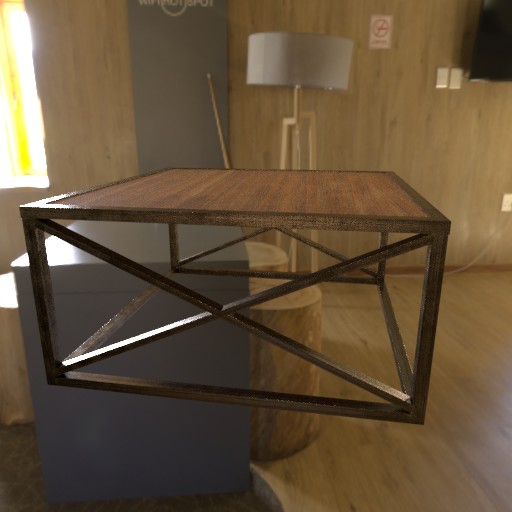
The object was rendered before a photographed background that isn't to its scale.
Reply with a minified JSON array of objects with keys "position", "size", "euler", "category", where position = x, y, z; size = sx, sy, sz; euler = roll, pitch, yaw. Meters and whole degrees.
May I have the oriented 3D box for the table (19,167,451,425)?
[{"position":[0.000,0.000,1.393],"size":[0.899,0.451,0.909],"euler":[3,17,10],"category":"table"}]
